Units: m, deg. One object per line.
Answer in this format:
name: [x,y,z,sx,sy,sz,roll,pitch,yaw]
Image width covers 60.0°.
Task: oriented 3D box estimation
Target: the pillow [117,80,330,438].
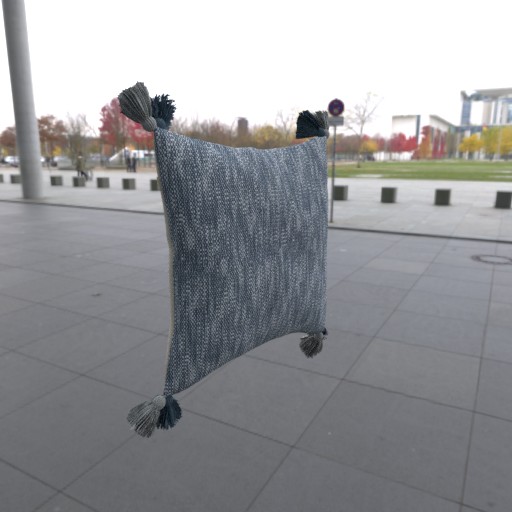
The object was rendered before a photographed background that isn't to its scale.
pillow: [0.000,0.000,0.920,0.138,0.634,0.614,12,17,43]
